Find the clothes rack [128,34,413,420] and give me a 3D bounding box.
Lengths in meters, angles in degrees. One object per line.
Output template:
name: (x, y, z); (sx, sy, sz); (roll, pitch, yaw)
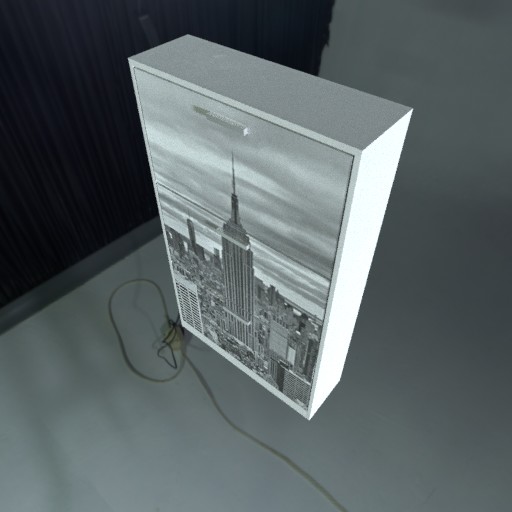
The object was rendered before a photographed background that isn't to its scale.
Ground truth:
clothes rack: (0.000, 0.000, 1.597); (0.750, 1.280, 0.250); (30, 53, 26)
